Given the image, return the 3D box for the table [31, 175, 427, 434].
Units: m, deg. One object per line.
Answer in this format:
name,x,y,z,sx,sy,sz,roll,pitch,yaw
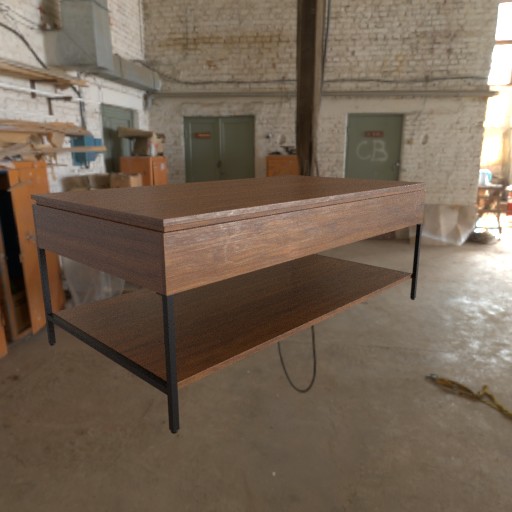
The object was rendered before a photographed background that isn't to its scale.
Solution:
table,0.000,0.000,1.354,0.574,0.414,1.057,13,19,42
